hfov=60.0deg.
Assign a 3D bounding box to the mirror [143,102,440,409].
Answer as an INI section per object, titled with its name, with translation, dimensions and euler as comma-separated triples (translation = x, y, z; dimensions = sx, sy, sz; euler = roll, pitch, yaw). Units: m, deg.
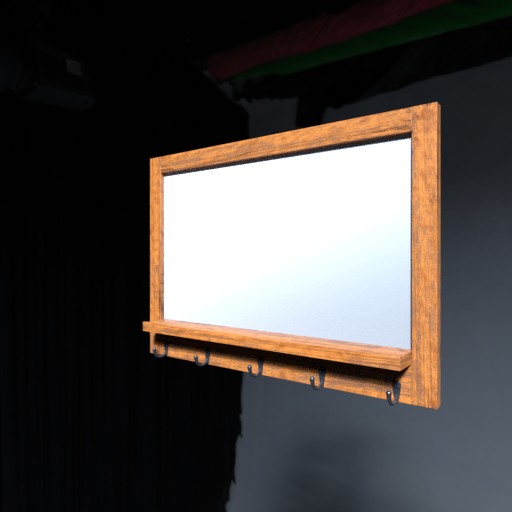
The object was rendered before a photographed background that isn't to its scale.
[mirror]
translation = 0.000, 0.000, 0.983
dimensions = 0.758, 0.537, 0.084
euler = 0, 0, 37
